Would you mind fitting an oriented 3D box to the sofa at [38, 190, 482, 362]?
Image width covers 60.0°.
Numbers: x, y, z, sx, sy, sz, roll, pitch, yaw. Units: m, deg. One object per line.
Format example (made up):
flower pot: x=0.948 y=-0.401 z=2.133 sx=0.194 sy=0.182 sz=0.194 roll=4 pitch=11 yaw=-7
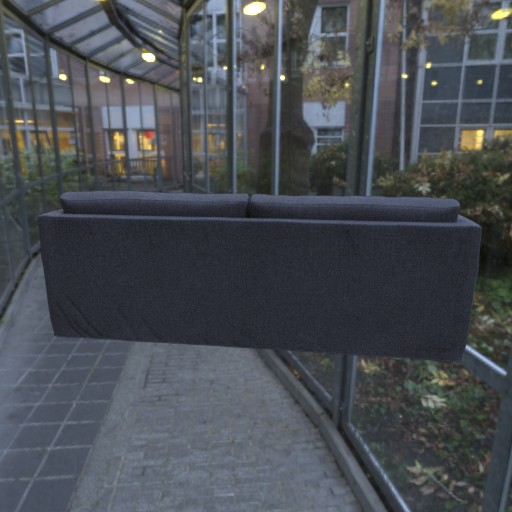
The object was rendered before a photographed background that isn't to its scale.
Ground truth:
sofa: x=0.000 y=0.000 z=3.260 sx=2.779 sy=0.998 sz=1.036 roll=2 pitch=15 yaw=8
